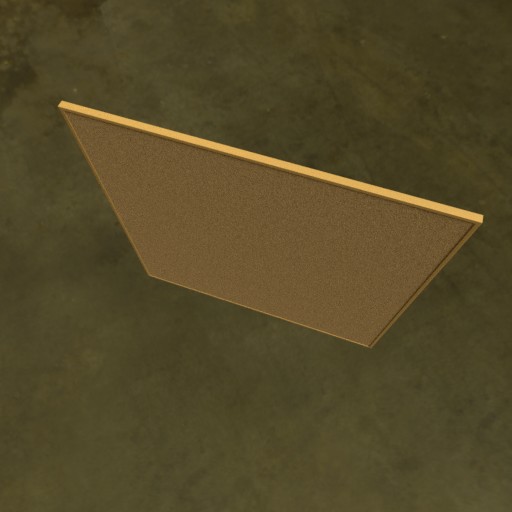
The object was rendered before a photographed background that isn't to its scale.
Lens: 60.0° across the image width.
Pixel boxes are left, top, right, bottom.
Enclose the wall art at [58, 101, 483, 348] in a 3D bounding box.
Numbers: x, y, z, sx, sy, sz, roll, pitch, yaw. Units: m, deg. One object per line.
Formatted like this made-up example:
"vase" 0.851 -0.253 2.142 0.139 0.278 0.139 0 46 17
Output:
"wall art" 0.000 0.000 0.948 0.657 0.655 0.014 17 65 8
